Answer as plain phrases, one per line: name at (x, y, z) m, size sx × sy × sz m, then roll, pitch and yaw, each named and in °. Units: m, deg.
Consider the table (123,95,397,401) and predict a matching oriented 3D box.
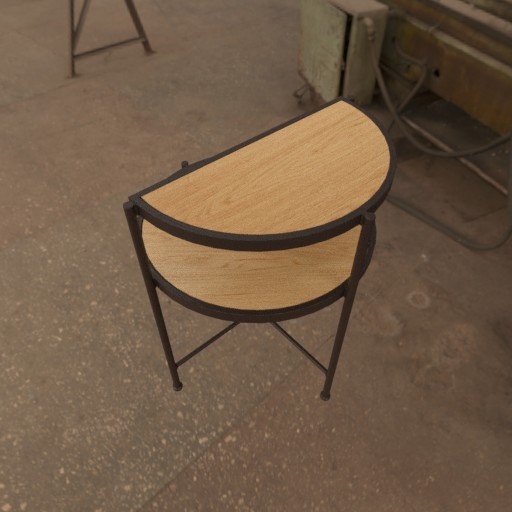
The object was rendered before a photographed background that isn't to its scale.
table at (0.000, 0.000, 1.167) m, size 0.629 × 0.684 × 0.628 m, roll -32°, pitch 55°, yaw -27°
